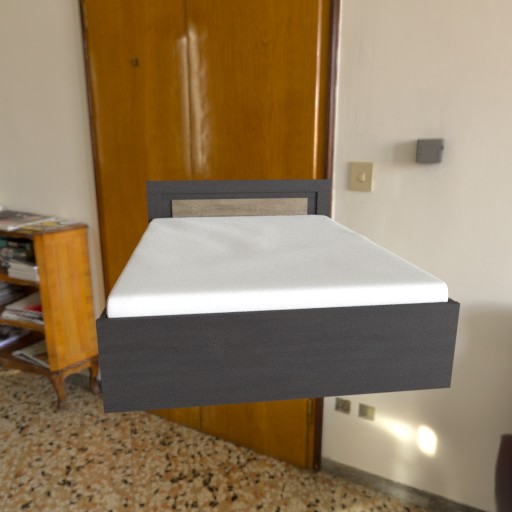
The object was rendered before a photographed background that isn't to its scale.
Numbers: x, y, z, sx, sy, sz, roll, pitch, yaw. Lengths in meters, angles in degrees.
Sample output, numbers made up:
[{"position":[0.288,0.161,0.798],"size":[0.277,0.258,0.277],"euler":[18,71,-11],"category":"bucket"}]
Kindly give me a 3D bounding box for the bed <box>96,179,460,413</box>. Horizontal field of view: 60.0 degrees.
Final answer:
[{"position":[0.000,0.000,2.896],"size":[1.585,0.823,2.073],"euler":[-2,14,-7],"category":"bed"}]
